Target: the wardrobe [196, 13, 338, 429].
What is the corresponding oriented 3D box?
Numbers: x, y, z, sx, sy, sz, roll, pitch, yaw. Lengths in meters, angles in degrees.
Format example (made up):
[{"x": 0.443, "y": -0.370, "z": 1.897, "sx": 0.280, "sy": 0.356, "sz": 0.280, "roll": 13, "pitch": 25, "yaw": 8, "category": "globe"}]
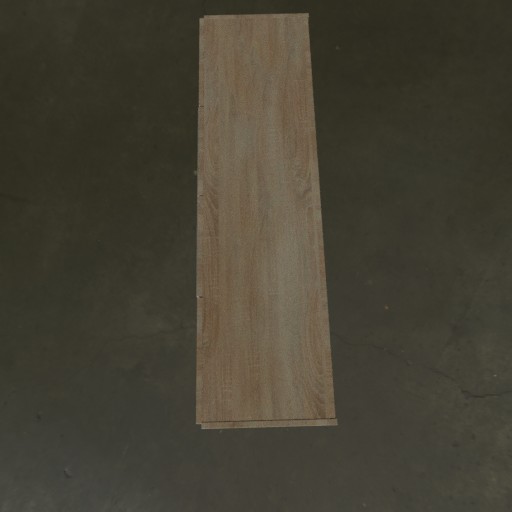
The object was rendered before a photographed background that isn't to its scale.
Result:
[{"x": 0.000, "y": 0.000, "z": 3.068, "sx": 0.598, "sy": 2.159, "sz": 1.998, "roll": -1, "pitch": 75, "yaw": 0, "category": "wardrobe"}]
